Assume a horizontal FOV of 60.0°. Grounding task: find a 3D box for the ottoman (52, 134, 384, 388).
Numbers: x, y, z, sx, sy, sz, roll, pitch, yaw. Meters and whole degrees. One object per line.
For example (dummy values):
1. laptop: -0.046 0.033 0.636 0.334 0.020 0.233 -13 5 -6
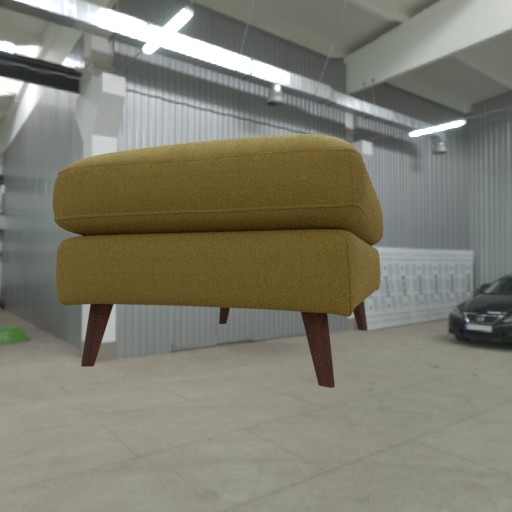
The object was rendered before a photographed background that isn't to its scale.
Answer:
1. ottoman: 0.000 0.000 1.137 0.608 0.449 0.811 0 -1 18
